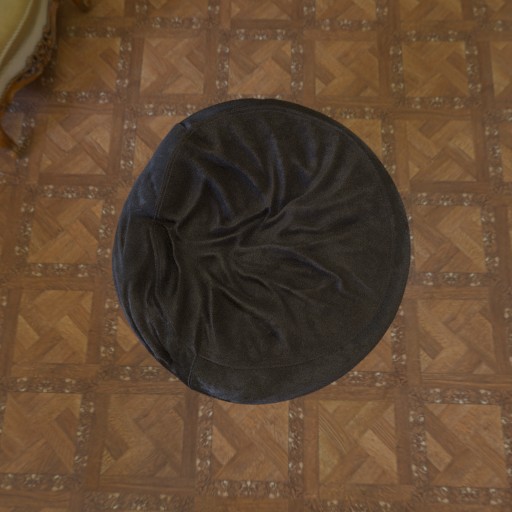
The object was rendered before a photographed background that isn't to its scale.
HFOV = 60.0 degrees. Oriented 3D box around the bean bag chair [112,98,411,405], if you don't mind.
[{"bbox_3d":[0.000,0.000,1.464,0.918,0.605,0.918,0,76,0],"label":"bean bag chair"}]
